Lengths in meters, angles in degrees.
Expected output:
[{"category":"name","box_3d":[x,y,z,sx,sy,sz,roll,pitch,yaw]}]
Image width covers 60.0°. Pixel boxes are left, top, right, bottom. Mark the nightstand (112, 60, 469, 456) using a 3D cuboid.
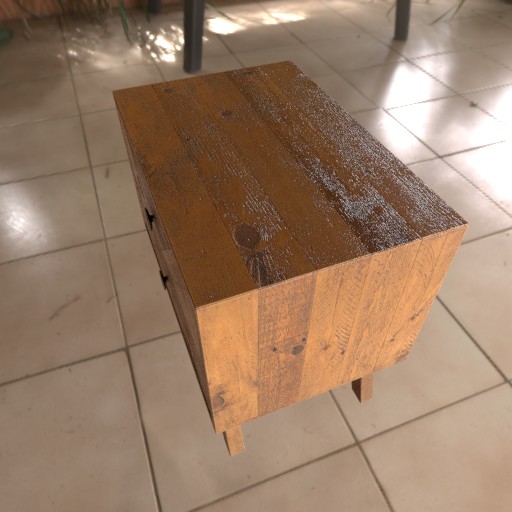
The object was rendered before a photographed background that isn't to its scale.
[{"category":"nightstand","box_3d":[0.000,0.000,1.047,0.450,0.599,0.650,-16,48,-15]}]
